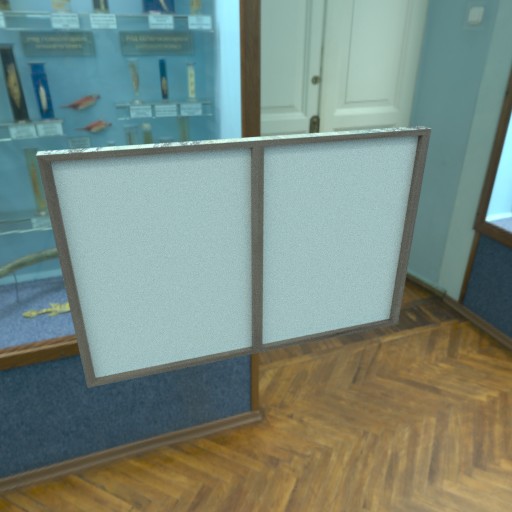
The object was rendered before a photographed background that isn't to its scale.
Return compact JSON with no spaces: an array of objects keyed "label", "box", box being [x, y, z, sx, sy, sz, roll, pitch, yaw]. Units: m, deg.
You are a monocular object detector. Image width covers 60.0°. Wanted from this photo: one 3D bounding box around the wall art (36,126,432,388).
[{"label":"wall art","box":[0.000,0.000,1.145,0.919,0.598,0.038,-8,28,-16]}]
